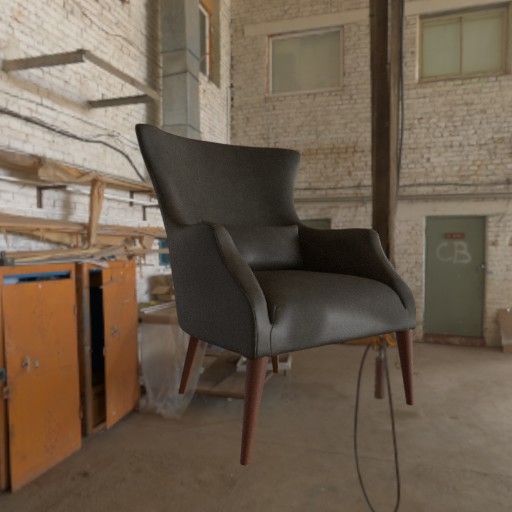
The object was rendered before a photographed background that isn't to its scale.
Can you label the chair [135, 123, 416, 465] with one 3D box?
[{"bbox_3d":[0.000,0.000,1.727,0.819,1.068,0.954,-1,1,-37],"label":"chair"}]
